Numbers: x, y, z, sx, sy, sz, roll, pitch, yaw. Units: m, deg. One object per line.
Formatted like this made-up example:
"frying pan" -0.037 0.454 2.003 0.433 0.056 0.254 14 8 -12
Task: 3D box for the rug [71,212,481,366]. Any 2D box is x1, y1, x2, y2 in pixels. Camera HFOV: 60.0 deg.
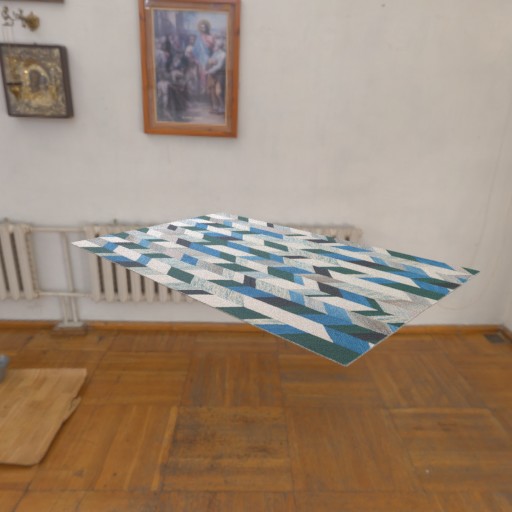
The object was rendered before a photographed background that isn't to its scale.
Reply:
"rug" 0.000 0.000 3.027 2.433 0.007 1.507 17 24 42
